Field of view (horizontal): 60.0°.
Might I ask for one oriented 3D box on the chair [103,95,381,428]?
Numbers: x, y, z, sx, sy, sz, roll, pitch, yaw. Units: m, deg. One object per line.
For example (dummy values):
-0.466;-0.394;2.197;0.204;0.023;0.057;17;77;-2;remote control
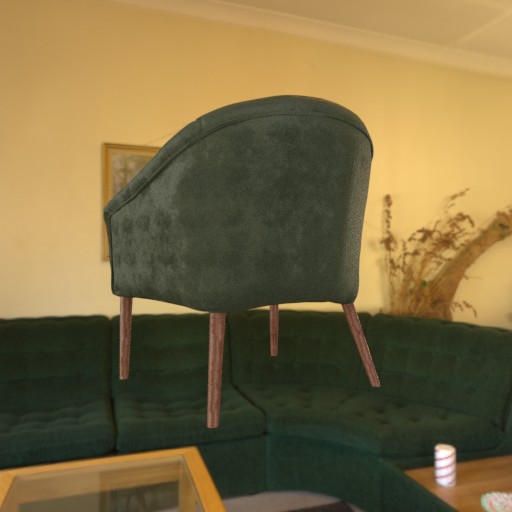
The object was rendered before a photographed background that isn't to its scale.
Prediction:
0.000;0.000;1.536;0.851;0.885;0.776;1;-1;-36;chair
